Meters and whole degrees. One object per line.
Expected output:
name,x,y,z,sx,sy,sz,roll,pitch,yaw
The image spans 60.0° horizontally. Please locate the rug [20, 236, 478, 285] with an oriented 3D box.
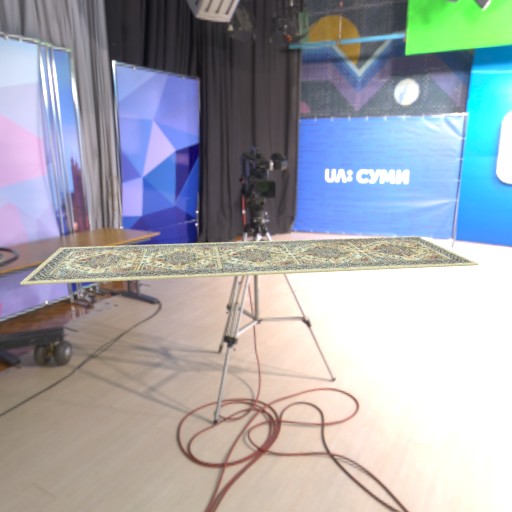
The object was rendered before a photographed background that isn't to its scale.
rug,0.000,0.000,2.517,2.297,0.013,0.661,-2,16,-8
